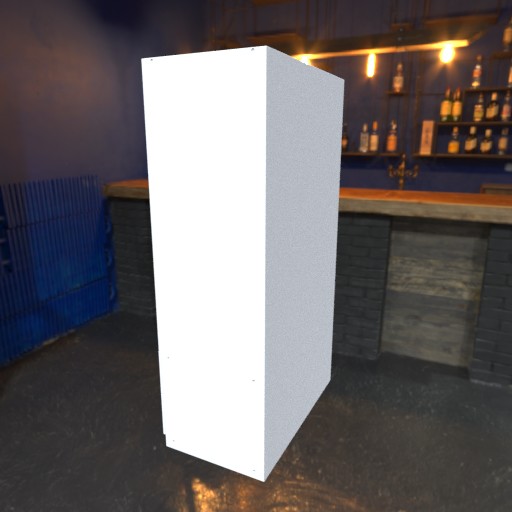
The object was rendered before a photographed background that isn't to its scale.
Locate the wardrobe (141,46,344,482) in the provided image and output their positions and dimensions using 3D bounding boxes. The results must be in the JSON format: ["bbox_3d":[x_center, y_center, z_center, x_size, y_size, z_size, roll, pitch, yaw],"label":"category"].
[{"bbox_3d":[0.000,0.000,2.324,0.577,1.808,0.991,7,16,26],"label":"wardrobe"}]
